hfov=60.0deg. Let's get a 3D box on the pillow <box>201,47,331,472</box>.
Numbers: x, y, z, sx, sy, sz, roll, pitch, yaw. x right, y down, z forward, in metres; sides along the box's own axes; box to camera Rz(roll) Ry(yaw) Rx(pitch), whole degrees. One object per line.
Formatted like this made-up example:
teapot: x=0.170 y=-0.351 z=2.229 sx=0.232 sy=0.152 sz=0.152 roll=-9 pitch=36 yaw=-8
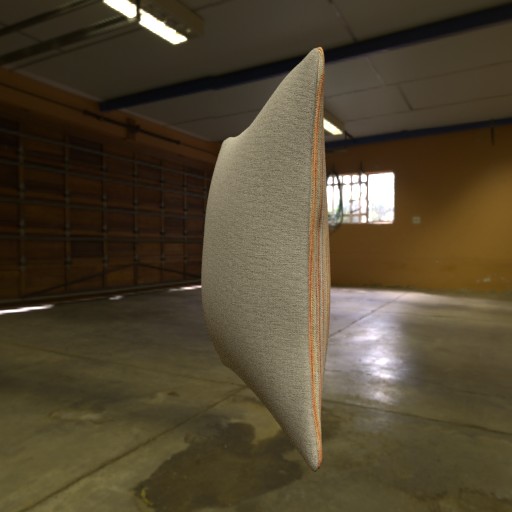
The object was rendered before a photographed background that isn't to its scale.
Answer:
pillow: x=0.000 y=0.000 z=0.634 sx=0.136 sy=0.419 sz=0.437 roll=0 pitch=2 yaw=-17
